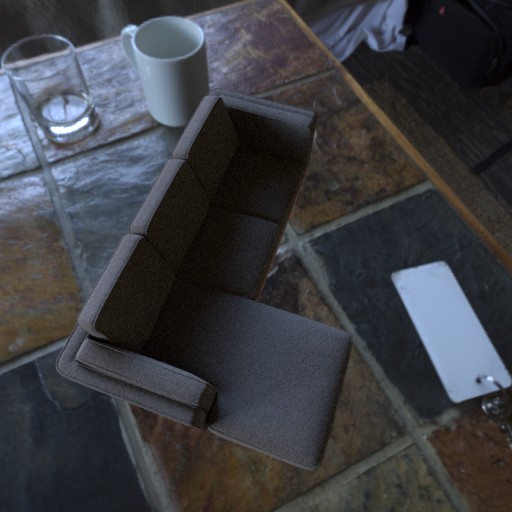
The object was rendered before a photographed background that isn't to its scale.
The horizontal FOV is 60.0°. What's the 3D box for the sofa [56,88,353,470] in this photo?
[{"bbox_3d":[0.000,0.000,3.114,1.604,0.929,2.411,17,64,9],"label":"sofa"}]
